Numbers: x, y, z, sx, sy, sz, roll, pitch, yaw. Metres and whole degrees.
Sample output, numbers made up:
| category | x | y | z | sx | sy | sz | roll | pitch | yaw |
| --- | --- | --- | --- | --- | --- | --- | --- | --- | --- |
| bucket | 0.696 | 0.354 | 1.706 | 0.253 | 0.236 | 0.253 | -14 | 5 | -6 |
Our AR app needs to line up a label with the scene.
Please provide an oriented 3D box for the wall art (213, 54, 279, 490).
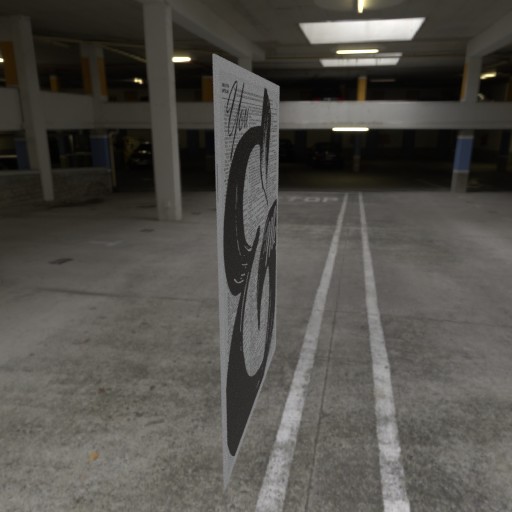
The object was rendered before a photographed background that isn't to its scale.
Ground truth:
| category | x | y | z | sx | sy | sz | roll | pitch | yaw |
| --- | --- | --- | --- | --- | --- | --- | --- | --- | --- |
| wall art | 0.000 | 0.000 | 0.802 | 0.003 | 0.609 | 0.457 | 3 | 17 | 12 |
